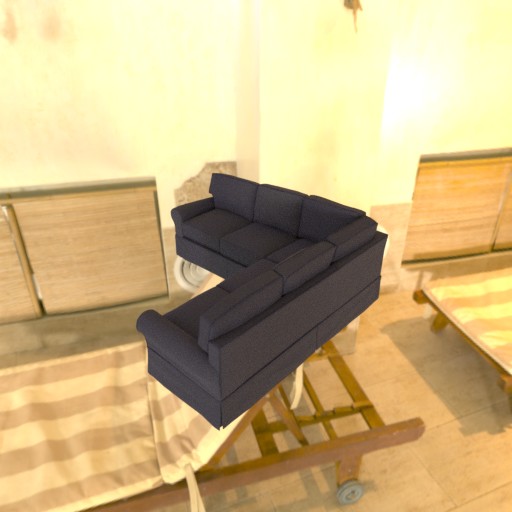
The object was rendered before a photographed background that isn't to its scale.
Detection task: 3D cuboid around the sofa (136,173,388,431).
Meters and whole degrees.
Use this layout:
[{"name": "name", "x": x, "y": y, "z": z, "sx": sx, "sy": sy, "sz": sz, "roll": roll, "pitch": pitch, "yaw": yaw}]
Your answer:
[{"name": "sofa", "x": 0.000, "y": 0.000, "z": 5.275, "sx": 2.874, "sy": 1.169, "sz": 3.773, "roll": -8, "pitch": 30, "yaw": -14}]
